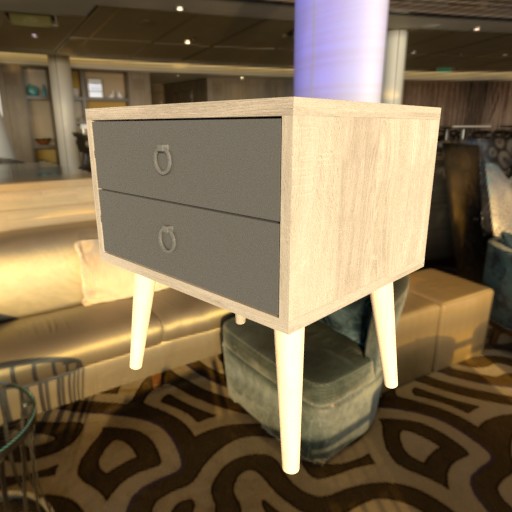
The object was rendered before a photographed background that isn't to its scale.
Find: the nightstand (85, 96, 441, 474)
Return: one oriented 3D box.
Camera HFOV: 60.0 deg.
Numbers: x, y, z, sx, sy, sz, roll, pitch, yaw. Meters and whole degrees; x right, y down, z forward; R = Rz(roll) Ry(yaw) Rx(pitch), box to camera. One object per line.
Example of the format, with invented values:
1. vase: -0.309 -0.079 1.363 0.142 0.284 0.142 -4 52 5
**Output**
1. nightstand: 0.000 0.000 0.790 0.450 0.500 0.380 15 22 42
